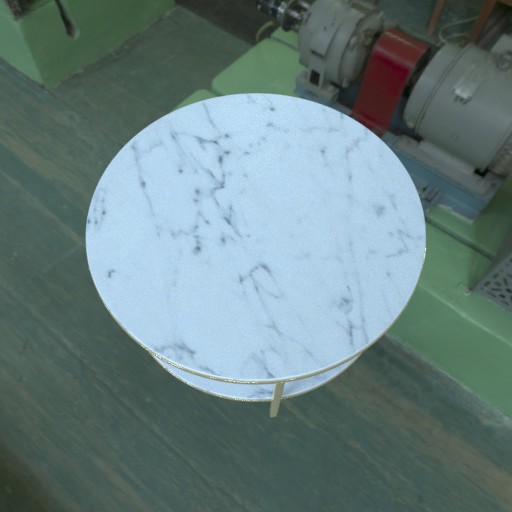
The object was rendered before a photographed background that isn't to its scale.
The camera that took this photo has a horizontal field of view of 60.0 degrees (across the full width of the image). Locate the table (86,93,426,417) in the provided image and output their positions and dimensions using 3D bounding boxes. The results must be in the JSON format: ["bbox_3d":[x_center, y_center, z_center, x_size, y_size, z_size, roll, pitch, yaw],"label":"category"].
[{"bbox_3d":[0.000,0.000,1.248,0.800,0.450,0.800,0,61,0],"label":"table"}]
